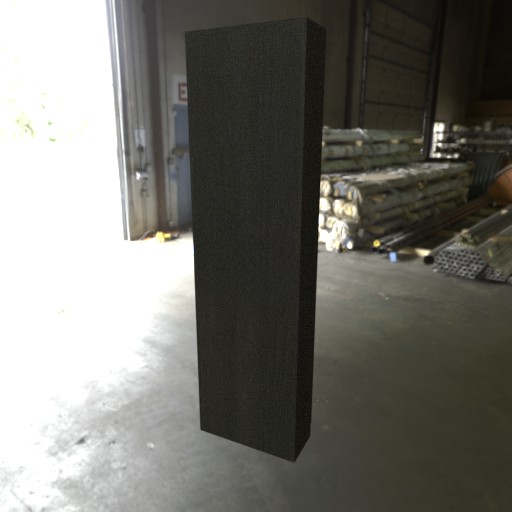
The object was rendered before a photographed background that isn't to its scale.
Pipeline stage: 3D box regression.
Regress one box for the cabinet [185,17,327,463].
[{"bbox_3d":[0.000,0.000,1.939,0.500,1.790,0.230,8,17,26],"label":"cabinet"}]
